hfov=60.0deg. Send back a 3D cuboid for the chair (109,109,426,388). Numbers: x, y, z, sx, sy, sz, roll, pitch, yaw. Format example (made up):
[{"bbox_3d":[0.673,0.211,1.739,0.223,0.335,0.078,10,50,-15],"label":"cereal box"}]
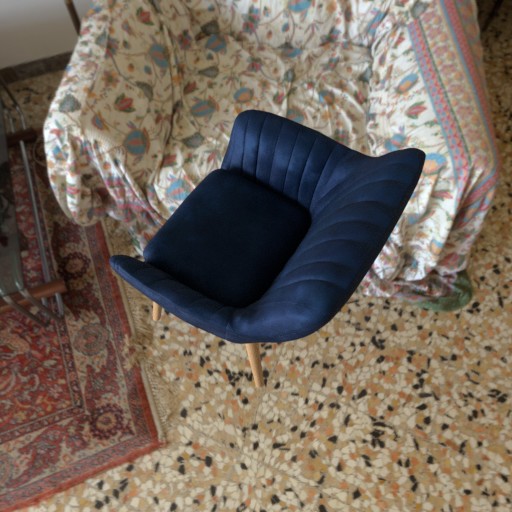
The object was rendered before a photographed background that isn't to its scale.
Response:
[{"bbox_3d":[0.000,0.000,1.213,0.573,0.826,0.578,30,67,14],"label":"chair"}]
